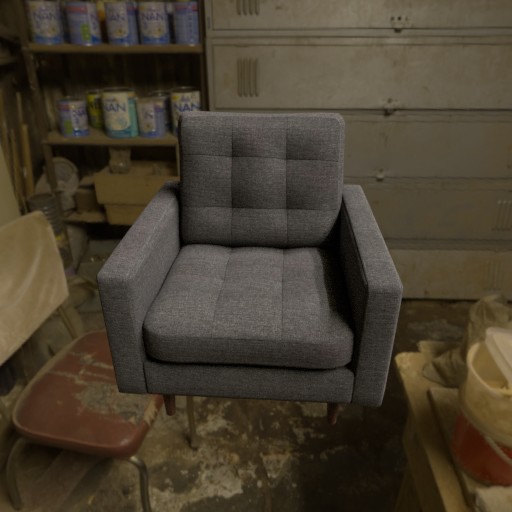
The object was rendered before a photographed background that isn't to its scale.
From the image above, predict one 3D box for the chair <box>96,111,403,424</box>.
[{"bbox_3d":[0.000,0.000,1.559,0.821,0.880,0.843,2,29,3],"label":"chair"}]
